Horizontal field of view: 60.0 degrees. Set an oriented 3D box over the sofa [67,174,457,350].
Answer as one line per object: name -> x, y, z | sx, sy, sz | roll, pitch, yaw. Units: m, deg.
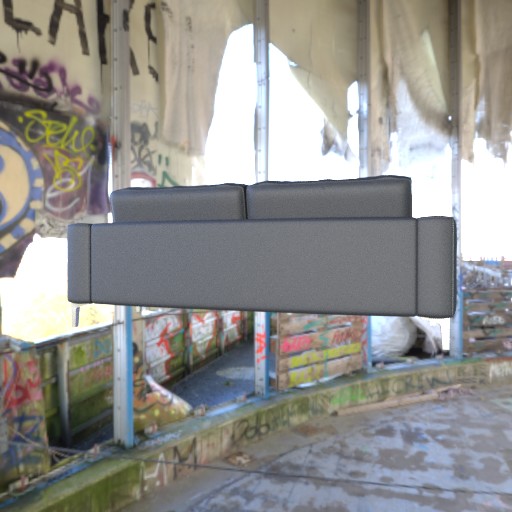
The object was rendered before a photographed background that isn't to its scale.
sofa -> 0.000, 0.000, 2.829 | 2.275, 0.893, 0.833 | 0, 1, 17
